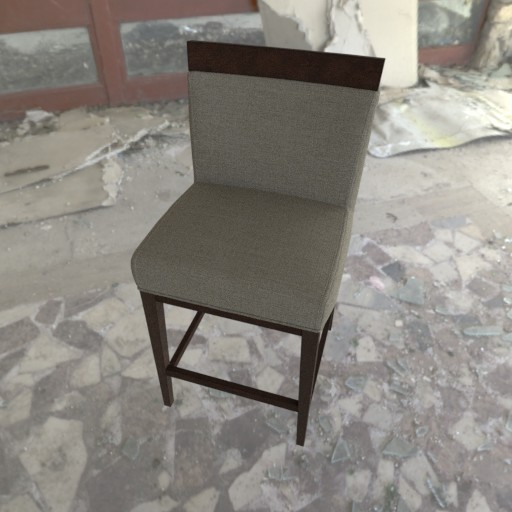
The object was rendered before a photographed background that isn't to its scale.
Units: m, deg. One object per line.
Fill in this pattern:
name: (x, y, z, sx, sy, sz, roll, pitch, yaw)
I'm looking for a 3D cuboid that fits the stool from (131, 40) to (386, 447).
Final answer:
stool: (0.000, 0.000, 1.278, 0.512, 1.009, 0.531, 12, 42, 13)
